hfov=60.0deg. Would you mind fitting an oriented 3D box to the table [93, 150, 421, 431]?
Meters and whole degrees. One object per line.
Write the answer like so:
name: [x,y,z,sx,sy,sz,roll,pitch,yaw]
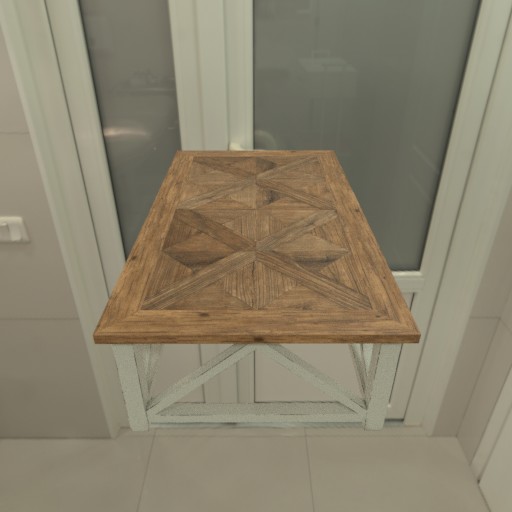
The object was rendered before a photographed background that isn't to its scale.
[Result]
table: [0.000,0.000,1.780,0.800,0.410,1.400,0,32,0]
